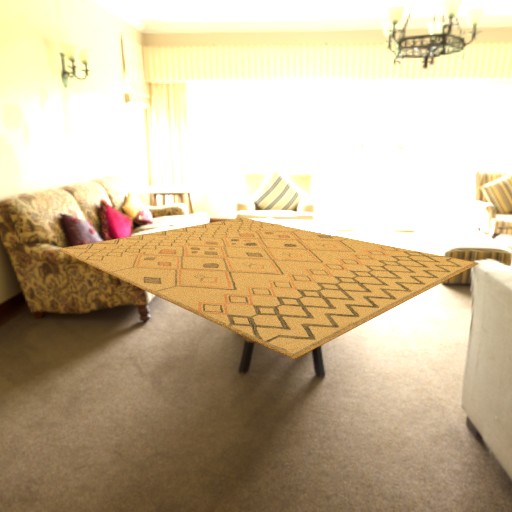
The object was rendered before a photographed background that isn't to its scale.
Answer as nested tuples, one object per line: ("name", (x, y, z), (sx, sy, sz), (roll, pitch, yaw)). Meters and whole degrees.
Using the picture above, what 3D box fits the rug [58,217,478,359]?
("rug", (0.000, 0.000, 4.088), (2.441, 0.016, 3.050), (-14, 21, -42))
